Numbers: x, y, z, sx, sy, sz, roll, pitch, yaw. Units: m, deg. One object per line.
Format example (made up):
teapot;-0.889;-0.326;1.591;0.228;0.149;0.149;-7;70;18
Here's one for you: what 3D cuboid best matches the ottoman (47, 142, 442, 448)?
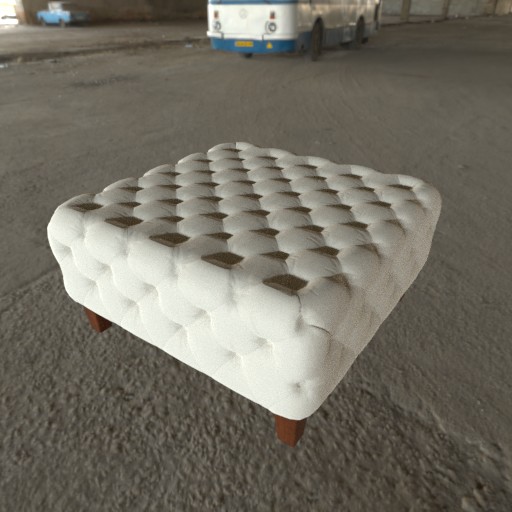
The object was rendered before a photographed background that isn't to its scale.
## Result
ottoman;0.000;0.000;1.203;0.753;0.376;0.755;20;36;30
